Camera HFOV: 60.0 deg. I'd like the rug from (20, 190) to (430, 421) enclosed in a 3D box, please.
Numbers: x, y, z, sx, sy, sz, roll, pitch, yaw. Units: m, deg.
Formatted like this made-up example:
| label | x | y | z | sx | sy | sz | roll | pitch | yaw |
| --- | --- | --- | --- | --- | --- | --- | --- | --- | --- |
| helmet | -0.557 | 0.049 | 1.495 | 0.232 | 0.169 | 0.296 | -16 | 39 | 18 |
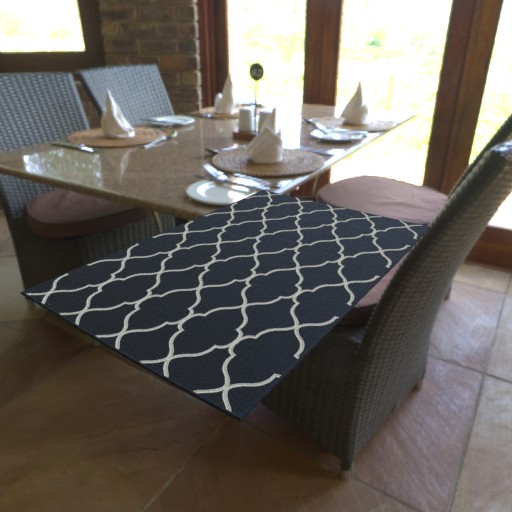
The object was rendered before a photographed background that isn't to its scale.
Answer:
| label | x | y | z | sx | sy | sz | roll | pitch | yaw |
| --- | --- | --- | --- | --- | --- | --- | --- | --- | --- |
| rug | 0.000 | 0.000 | 2.823 | 1.526 | 0.014 | 2.290 | 18 | 31 | 32 |
